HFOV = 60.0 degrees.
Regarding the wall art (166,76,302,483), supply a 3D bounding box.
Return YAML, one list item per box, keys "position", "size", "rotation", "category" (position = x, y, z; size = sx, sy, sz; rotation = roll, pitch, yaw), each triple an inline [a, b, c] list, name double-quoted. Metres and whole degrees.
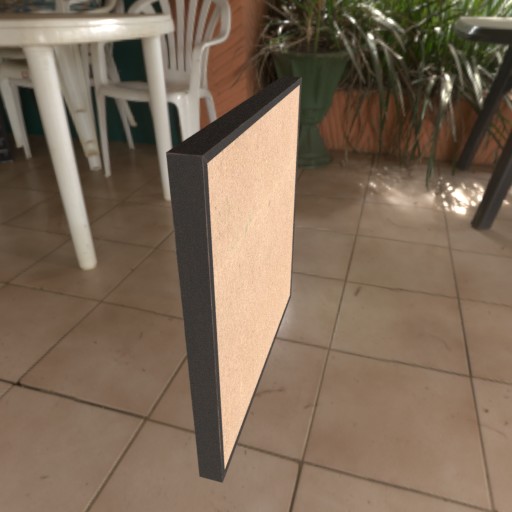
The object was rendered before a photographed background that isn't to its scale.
- position: [0.000, 0.000, 0.762]
  size: [0.038, 0.508, 0.508]
  rotation: [8, 31, 14]
  category: "wall art"
